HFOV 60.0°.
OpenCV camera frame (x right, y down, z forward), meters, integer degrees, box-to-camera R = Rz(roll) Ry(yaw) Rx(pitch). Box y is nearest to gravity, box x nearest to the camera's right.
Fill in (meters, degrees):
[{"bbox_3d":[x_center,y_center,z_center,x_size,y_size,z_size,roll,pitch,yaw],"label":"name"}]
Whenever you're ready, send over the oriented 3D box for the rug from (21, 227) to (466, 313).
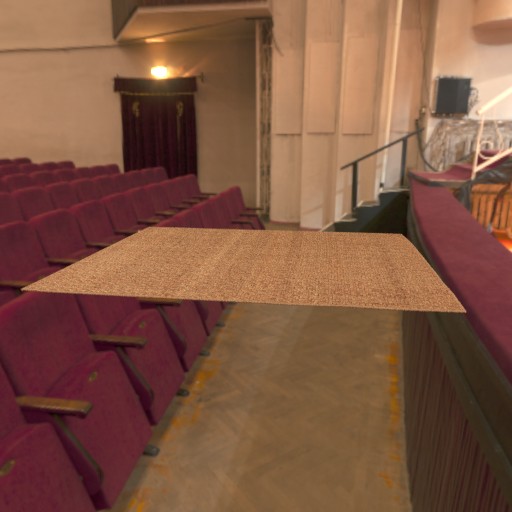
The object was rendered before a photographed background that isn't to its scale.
[{"bbox_3d":[0.000,0.000,4.100,3.048,0.013,2.439,2,15,8],"label":"rug"}]
